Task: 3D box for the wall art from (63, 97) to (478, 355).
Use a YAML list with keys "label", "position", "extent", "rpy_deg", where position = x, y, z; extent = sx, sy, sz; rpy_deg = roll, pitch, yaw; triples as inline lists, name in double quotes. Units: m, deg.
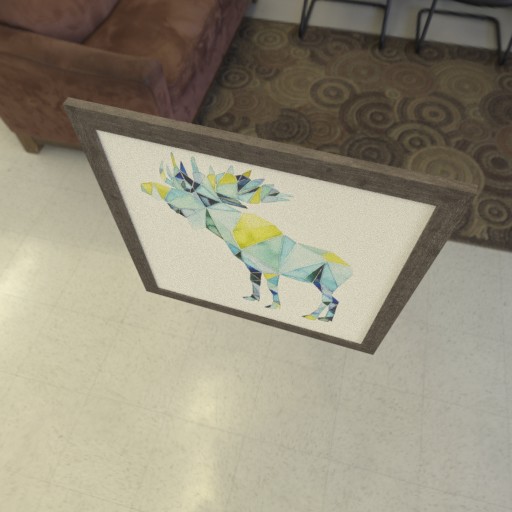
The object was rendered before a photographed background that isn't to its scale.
- label: "wall art"
  position: [0.000, 0.000, 0.666]
  extent: [0.457, 0.457, 0.013]
  rpy_deg: [14, 59, 9]
